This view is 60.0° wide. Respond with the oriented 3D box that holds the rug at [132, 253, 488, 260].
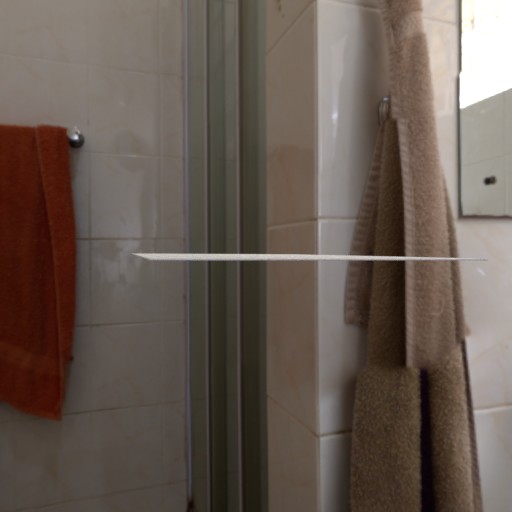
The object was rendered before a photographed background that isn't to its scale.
[{"bbox_3d":[0.000,0.000,2.192,1.141,0.015,1.749,0,1,-17],"label":"rug"}]
